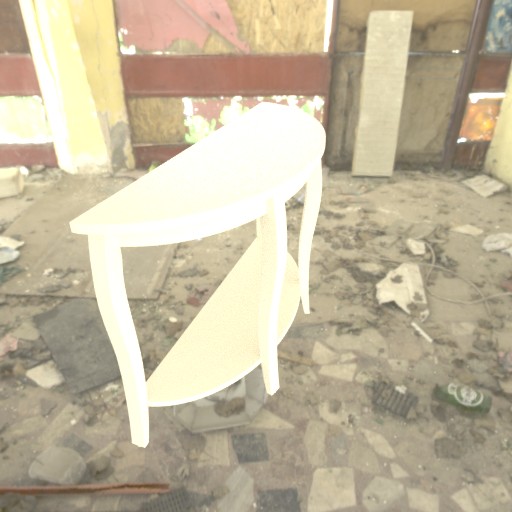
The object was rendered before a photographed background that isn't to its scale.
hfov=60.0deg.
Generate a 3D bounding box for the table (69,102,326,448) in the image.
[{"bbox_3d":[0.000,0.000,1.572,0.394,0.780,1.219,11,33,17],"label":"table"}]
